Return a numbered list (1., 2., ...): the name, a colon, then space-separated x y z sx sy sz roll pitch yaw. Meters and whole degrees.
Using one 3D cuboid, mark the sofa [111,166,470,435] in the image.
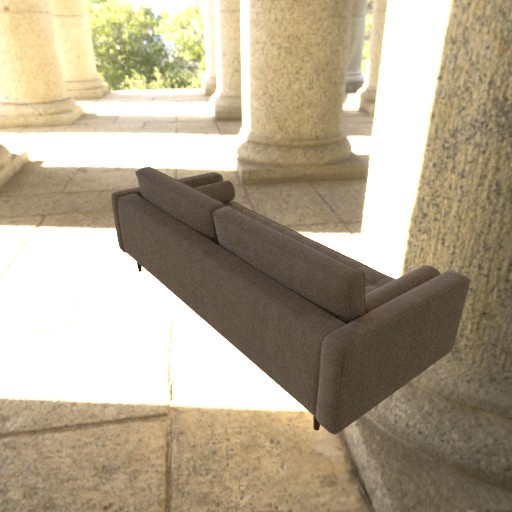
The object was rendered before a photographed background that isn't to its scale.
1. sofa: 0.000 0.000 2.686 0.919 0.770 2.200 -20 33 -33
